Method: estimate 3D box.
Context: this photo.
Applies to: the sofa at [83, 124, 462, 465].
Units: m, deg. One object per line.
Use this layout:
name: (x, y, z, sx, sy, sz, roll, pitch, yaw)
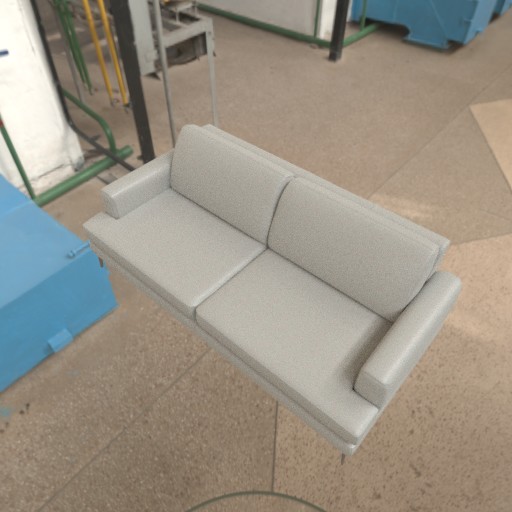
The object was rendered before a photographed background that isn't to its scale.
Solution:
sofa: (0.000, 0.000, 2.436, 1.940, 0.765, 0.974, 32, 54, 27)
